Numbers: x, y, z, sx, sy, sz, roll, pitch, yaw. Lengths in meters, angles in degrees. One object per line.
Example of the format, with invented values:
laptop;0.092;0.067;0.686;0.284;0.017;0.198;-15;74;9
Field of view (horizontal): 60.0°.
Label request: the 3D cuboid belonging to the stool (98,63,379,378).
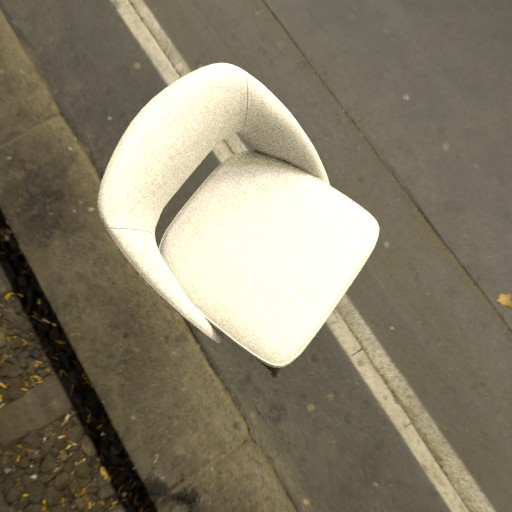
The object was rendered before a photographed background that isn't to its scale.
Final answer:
stool;0.000;0.000;1.201;0.509;0.940;0.494;36;78;8
